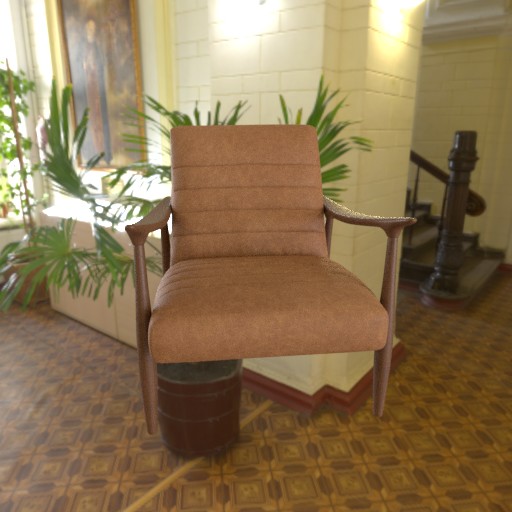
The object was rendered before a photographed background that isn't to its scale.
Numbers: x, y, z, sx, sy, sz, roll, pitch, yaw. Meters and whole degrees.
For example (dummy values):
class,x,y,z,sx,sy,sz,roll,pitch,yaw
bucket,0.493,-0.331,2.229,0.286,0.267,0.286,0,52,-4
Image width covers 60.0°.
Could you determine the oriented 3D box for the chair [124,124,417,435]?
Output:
class,x,y,z,sx,sy,sz,roll,pitch,yaw
chair,0.000,0.000,1.446,0.741,0.832,0.798,-2,16,-7
